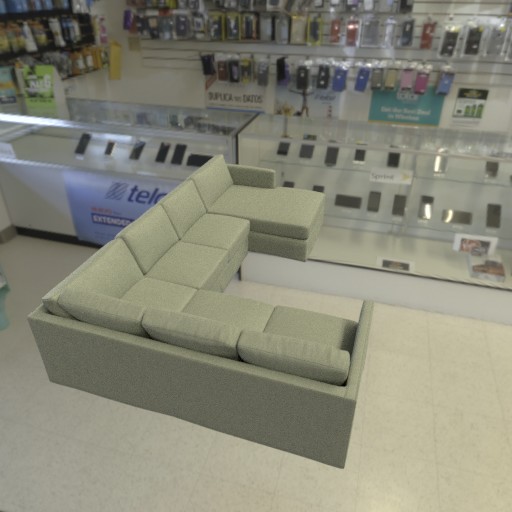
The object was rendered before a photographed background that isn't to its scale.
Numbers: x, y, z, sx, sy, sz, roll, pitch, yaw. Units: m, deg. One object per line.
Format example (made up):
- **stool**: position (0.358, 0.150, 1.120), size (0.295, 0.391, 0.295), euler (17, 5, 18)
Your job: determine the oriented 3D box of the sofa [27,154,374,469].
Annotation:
- **sofa**: position (0.000, 0.000, 4.449), size (2.427, 0.882, 3.460), euler (10, 33, 16)
